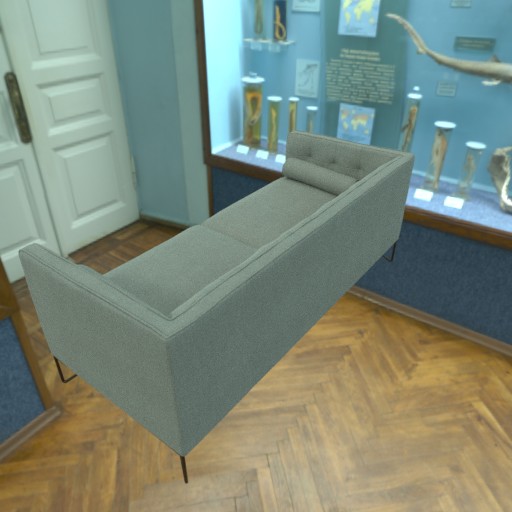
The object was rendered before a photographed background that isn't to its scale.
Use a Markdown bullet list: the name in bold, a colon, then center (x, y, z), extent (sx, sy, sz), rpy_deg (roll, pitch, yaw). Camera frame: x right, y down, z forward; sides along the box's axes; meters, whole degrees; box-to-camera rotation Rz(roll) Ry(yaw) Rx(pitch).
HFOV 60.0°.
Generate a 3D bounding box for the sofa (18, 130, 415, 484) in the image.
- **sofa**: center (0.000, 0.000, 2.457), extent (0.912, 0.798, 2.079), rpy_deg (22, 39, 31)
